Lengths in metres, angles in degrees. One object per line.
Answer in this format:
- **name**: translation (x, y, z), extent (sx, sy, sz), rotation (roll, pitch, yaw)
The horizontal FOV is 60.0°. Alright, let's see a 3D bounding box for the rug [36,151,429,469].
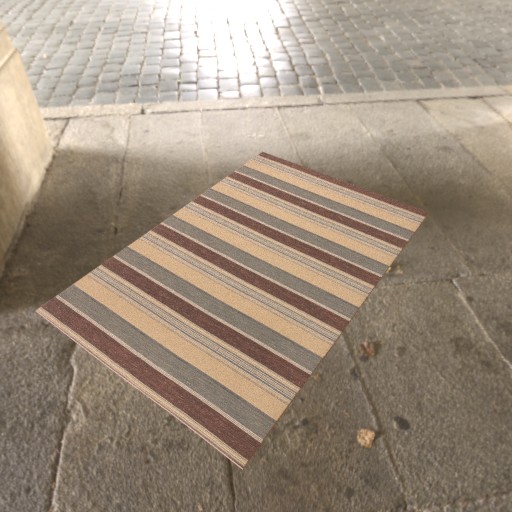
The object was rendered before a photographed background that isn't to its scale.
- **rug**: translation (0.000, 0.000, 2.347), extent (1.219, 0.008, 1.829), rotation (26, 49, 26)
